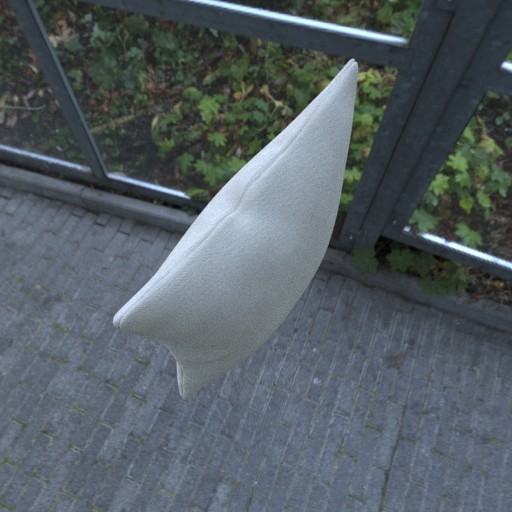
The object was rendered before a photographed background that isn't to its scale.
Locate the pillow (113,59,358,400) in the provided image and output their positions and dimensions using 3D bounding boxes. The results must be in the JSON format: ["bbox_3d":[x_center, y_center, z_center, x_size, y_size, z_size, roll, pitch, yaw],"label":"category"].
[{"bbox_3d":[0.000,0.000,0.667,0.162,0.420,0.437,33,68,16],"label":"pillow"}]
